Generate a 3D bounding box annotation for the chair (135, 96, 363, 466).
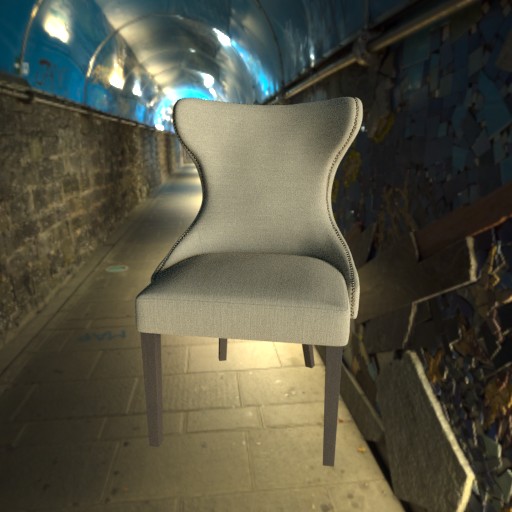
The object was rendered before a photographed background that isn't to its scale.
[{"bbox_3d":[0.000,0.000,1.376,0.628,0.967,0.635,2,15,9],"label":"chair"}]
